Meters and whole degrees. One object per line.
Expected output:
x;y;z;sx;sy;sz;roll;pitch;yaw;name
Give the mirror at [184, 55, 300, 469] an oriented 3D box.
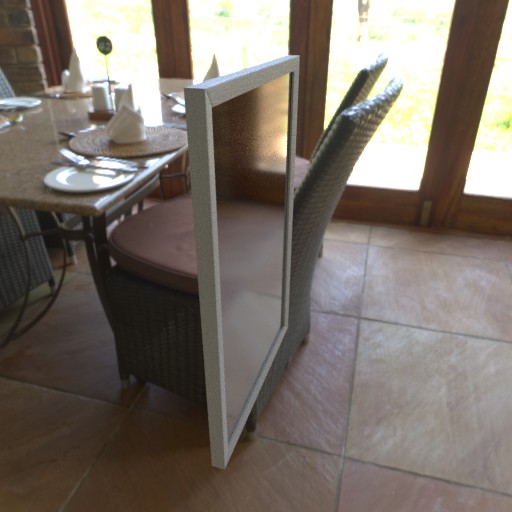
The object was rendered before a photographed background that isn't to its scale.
0.000;0.000;1.162;0.040;0.915;0.609;9;30;16;mirror
